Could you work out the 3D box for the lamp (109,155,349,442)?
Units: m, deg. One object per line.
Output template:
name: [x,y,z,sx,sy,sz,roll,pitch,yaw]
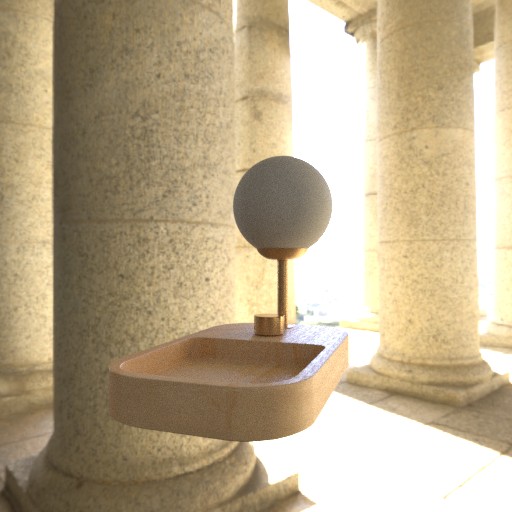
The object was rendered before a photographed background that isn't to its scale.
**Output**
lamp: [0.000,0.000,0.465,0.173,0.253,0.331,0,-1,19]
